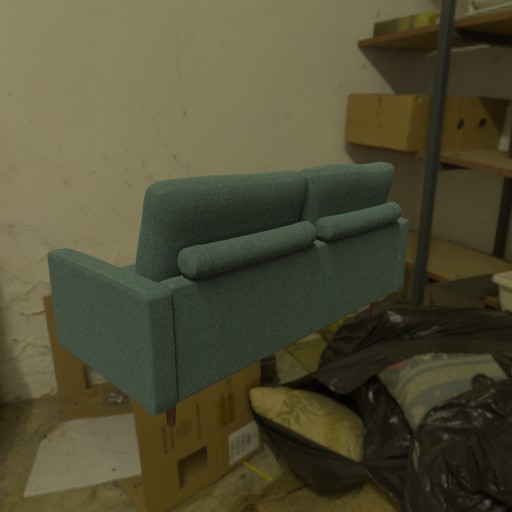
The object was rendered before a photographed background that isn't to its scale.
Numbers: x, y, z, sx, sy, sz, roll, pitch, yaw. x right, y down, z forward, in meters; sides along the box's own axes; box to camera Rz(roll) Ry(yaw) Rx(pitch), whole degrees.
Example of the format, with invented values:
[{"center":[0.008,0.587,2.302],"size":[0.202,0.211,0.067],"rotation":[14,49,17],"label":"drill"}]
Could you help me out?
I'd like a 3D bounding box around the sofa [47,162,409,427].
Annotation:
[{"center":[0.000,0.000,2.574],"size":[0.966,1.050,2.010],"rotation":[15,21,42],"label":"sofa"}]
